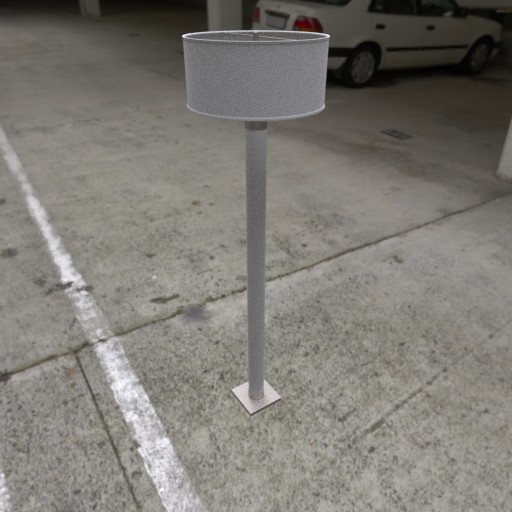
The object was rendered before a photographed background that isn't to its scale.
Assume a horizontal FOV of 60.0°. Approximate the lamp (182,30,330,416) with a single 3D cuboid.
[{"bbox_3d":[0.000,0.000,1.632,0.420,1.475,0.420,-18,35,-28],"label":"lamp"}]
